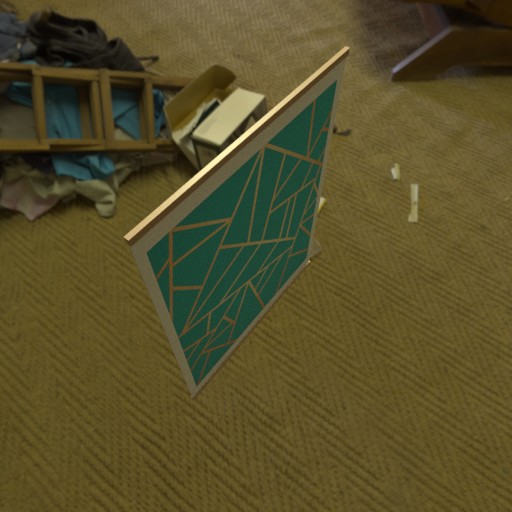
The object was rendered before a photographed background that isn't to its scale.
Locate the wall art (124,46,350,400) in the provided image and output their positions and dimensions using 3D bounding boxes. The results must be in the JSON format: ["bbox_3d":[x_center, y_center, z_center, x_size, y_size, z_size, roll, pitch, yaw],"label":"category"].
[{"bbox_3d":[0.000,0.000,1.383,0.013,1.016,0.758,33,62,20],"label":"wall art"}]
